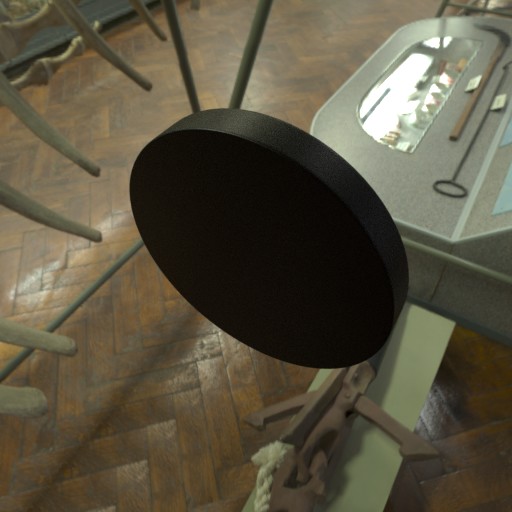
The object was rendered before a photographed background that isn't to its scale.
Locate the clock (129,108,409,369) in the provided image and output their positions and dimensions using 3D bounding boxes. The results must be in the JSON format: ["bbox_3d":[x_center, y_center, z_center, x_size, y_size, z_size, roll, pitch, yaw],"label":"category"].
[{"bbox_3d":[0.000,0.000,0.475,0.314,0.314,0.040,24,52,21],"label":"clock"}]
